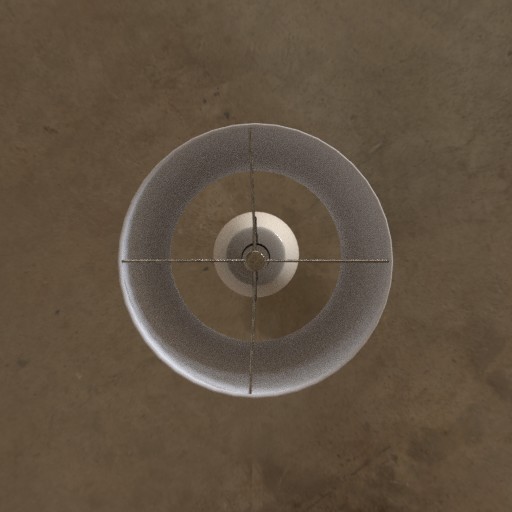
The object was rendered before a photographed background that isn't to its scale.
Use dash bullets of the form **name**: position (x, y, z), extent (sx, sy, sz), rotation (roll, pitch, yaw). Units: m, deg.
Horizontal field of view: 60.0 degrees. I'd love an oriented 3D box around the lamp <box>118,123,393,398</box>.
- **lamp**: position (0.000, 0.000, 0.575), extent (0.217, 0.453, 0.217), rotation (0, 91, 0)
